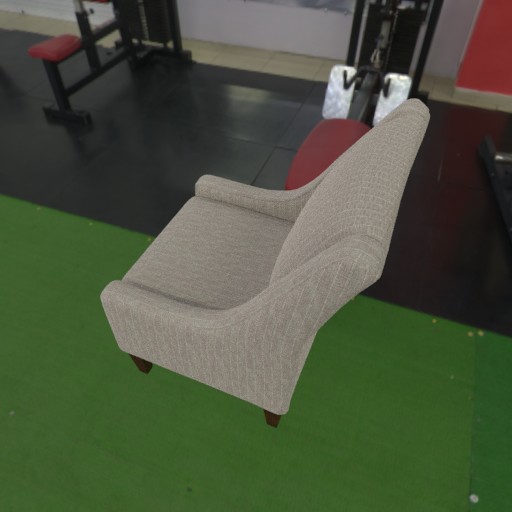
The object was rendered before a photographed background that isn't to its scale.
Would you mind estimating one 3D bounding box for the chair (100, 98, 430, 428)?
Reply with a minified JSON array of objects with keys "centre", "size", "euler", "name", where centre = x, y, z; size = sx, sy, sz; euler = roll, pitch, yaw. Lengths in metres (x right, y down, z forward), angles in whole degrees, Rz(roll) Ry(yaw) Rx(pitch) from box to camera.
[{"centre":[0.000,0.000,1.596],"size":[0.870,1.014,0.774],"euler":[17,48,16],"name":"chair"}]
